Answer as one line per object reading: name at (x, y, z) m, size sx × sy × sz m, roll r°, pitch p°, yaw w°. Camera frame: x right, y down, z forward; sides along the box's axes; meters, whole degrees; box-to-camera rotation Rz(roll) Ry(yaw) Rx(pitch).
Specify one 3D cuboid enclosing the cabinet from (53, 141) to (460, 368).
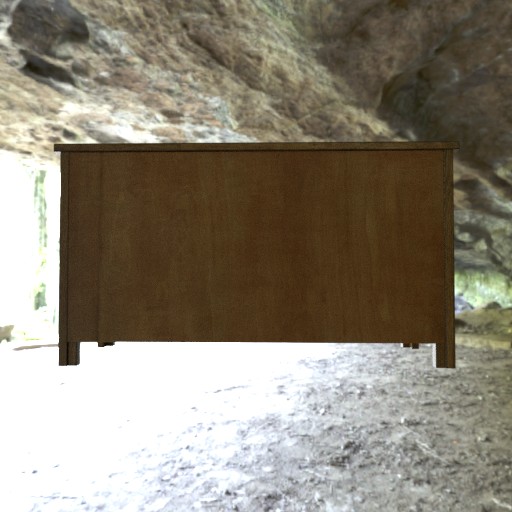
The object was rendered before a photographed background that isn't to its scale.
cabinet at (0.000, 0.000, 1.837) m, size 1.474 × 0.813 × 0.480 m, roll 0°, pitch -1°, yaw 1°
